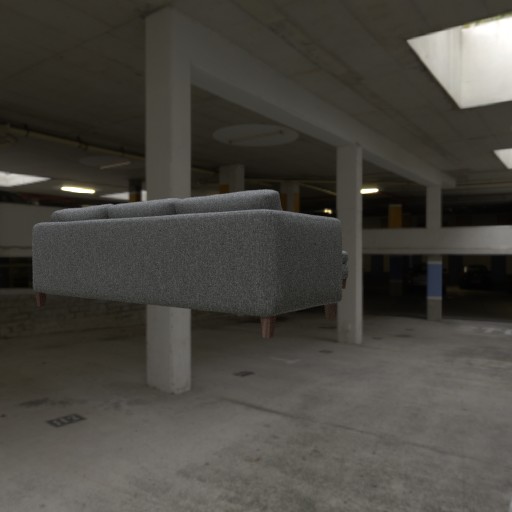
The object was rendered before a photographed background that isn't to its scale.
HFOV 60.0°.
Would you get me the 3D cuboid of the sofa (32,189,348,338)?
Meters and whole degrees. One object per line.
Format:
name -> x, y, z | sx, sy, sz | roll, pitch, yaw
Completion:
sofa -> 0.000, 0.000, 4.429 | 2.551, 0.853, 3.238 | 1, 1, 35
